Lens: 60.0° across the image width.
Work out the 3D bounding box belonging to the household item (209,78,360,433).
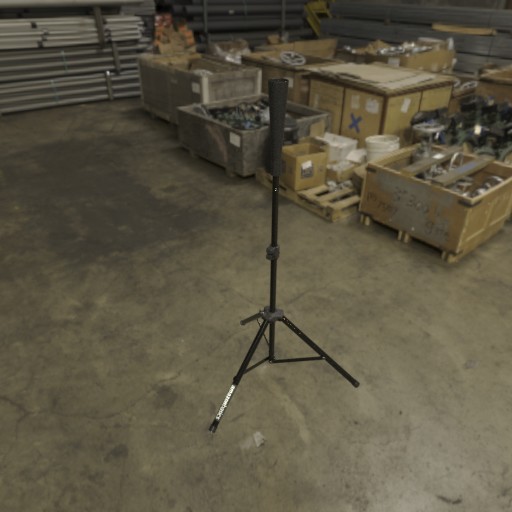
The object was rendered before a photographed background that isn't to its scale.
[{"bbox_3d":[0.000,0.000,1.419,0.559,1.067,0.559,-21,37,-30],"label":"household item"}]
